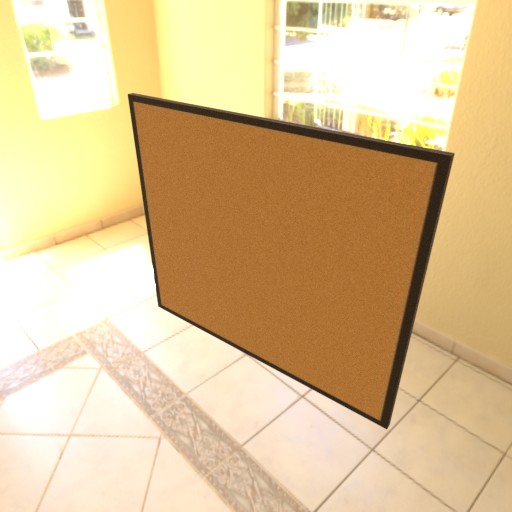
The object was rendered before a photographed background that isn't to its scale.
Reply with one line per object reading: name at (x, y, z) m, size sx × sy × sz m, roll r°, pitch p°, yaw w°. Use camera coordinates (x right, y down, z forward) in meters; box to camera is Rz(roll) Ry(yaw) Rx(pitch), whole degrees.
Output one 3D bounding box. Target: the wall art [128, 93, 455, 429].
wall art at (0.000, 0.000, 1.421) m, size 1.033 × 0.875 × 0.023 m, roll 21°, pitch 37°, yaw 31°
